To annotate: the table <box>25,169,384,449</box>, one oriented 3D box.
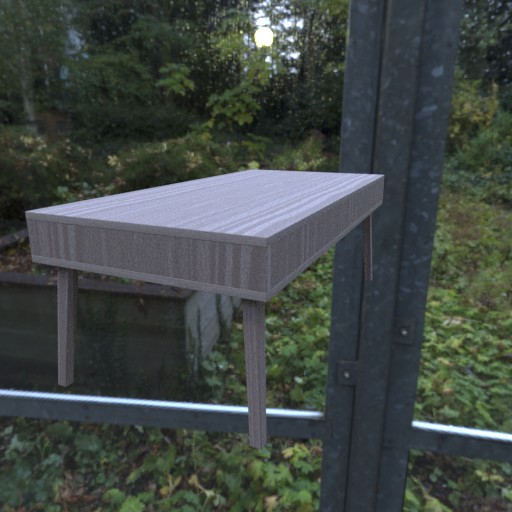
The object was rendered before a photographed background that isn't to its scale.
[{"bbox_3d":[0.000,0.000,1.469,0.600,0.450,1.200,7,18,24],"label":"table"}]
